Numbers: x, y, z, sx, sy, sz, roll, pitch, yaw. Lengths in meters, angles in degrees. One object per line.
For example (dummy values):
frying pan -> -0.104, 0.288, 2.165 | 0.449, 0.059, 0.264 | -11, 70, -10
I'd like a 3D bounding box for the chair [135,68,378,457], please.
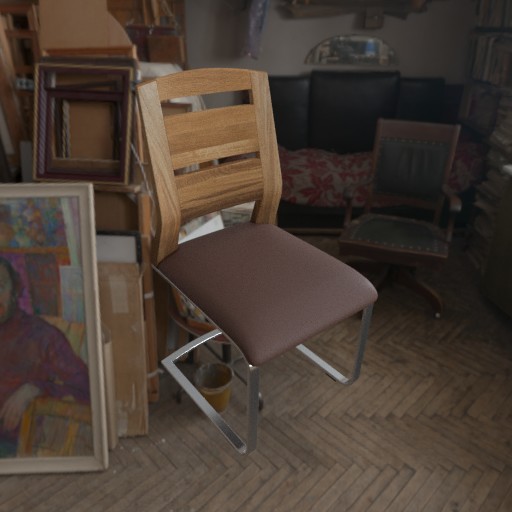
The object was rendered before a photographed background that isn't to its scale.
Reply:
chair -> 0.000, 0.000, 1.293 | 0.460, 0.970, 0.570 | -21, 36, -33
